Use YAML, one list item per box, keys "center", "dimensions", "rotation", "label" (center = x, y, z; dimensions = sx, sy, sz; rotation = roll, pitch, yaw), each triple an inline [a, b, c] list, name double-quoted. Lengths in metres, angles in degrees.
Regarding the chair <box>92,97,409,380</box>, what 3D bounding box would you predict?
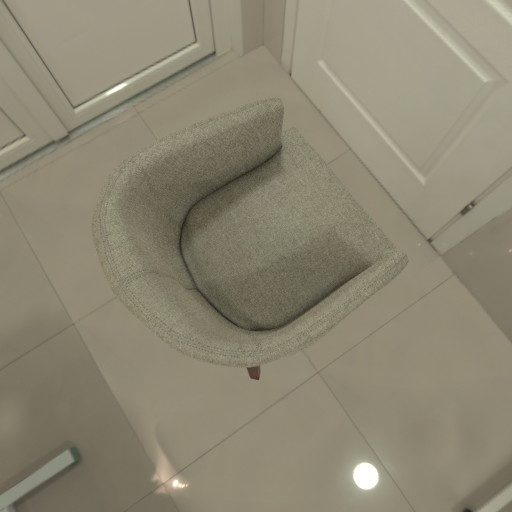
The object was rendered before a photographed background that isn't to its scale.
- center: [0.000, 0.000, 1.259]
  dimensions: [0.655, 0.811, 0.583]
  rotation: [-33, 76, -9]
  label: "chair"
